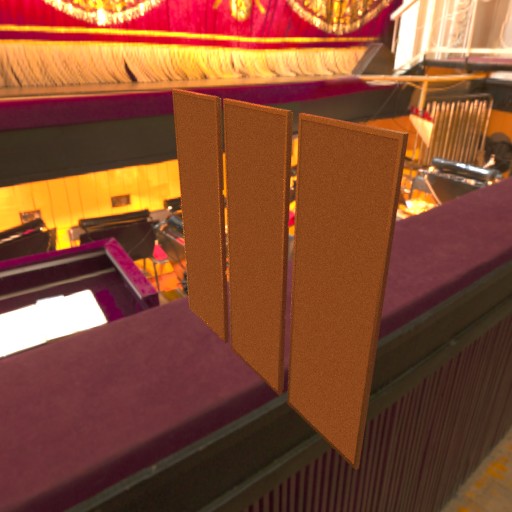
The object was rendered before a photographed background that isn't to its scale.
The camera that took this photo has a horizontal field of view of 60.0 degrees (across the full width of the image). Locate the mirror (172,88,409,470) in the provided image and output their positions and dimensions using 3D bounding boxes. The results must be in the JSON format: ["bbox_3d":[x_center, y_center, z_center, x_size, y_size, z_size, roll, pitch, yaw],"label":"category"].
[{"bbox_3d":[0.000,0.000,1.418,0.023,0.926,1.011,-17,31,-31],"label":"mirror"}]
